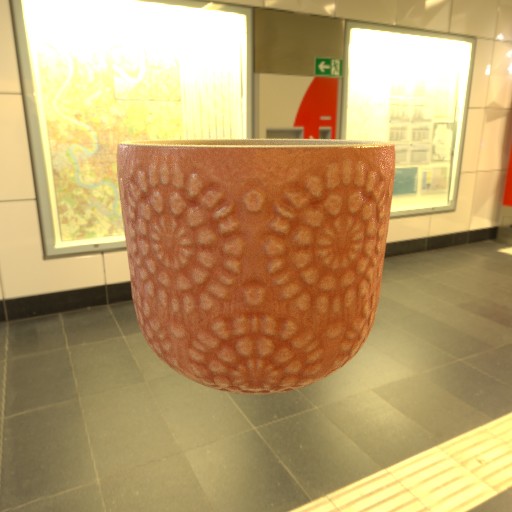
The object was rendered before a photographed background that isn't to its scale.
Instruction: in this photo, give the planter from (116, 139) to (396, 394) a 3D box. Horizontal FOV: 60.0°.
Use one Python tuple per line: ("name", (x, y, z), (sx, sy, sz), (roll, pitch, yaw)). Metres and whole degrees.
("planter", (0.000, 0.000, 0.218), (0.124, 0.109, 0.124), (0, 16, 0))
